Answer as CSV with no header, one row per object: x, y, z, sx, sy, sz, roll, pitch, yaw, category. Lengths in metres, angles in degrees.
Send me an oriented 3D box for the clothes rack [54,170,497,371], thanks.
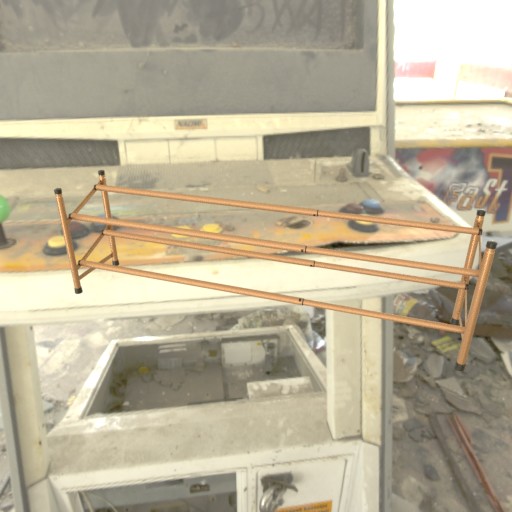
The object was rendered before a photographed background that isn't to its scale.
0.000,0.000,1.283,1.168,0.349,0.229,9,28,17,clothes rack
